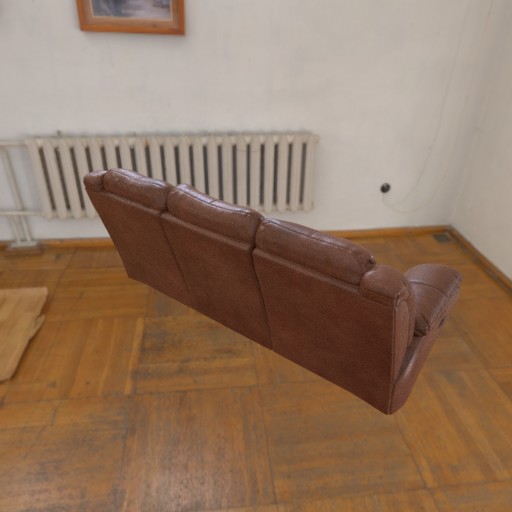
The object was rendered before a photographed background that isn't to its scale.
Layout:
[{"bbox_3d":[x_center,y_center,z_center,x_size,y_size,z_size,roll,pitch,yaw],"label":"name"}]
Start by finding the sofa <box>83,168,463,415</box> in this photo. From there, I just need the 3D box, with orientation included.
[{"bbox_3d":[0.000,0.000,2.891,2.337,1.043,0.991,21,36,33],"label":"sofa"}]
